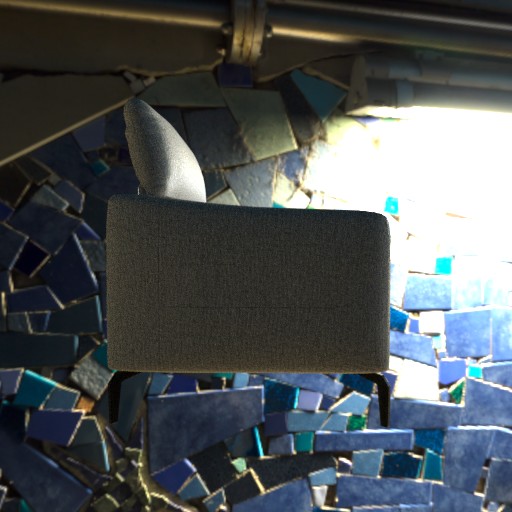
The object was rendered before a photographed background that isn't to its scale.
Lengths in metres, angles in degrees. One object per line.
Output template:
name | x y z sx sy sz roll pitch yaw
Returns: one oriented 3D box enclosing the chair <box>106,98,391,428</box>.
chair | 0.000 0.000 1.680 0.835 0.967 0.972 0 0 2
